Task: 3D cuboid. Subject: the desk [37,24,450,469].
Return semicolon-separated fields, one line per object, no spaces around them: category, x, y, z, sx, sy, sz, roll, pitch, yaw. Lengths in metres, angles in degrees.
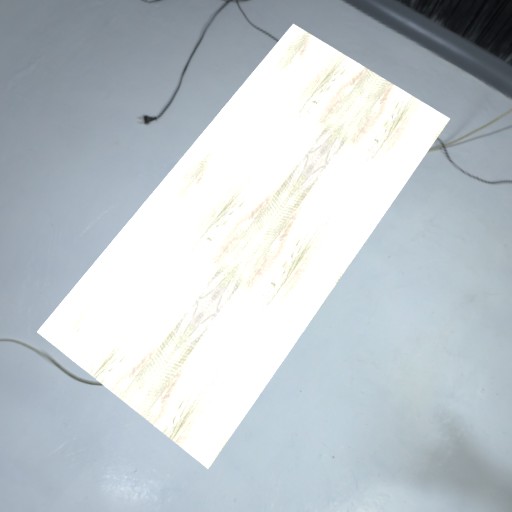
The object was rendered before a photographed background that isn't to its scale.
desk;0.000;0.000;1.378;0.491;0.723;0.979;35;79;8
